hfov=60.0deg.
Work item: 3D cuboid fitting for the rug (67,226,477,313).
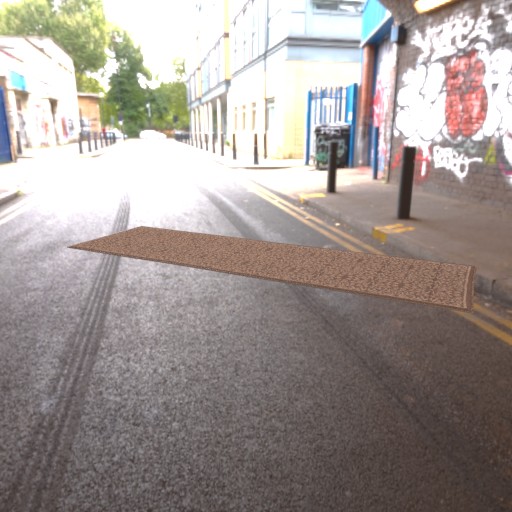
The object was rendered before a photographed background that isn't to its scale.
[{"bbox_3d":[0.000,0.000,2.455,2.196,0.011,0.662,8,18,25],"label":"rug"}]
